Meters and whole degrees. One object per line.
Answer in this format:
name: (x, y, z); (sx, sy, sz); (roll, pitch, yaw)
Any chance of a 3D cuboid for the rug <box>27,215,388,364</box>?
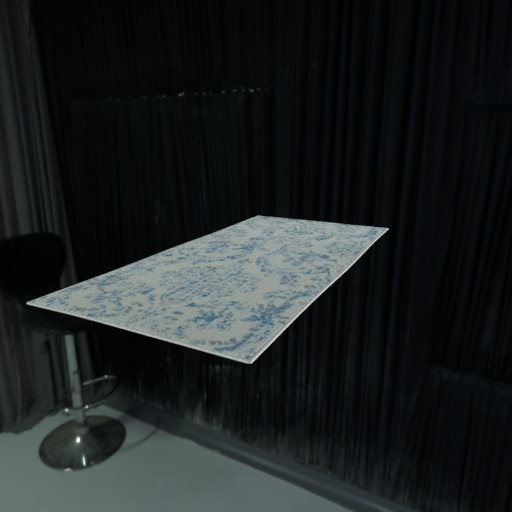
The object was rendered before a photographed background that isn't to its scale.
rug: (0.000, 0.000, 1.435); (0.605, 0.007, 1.220); (8, 18, 26)
